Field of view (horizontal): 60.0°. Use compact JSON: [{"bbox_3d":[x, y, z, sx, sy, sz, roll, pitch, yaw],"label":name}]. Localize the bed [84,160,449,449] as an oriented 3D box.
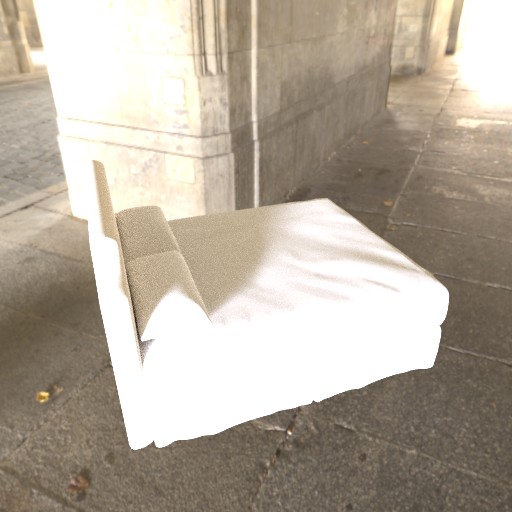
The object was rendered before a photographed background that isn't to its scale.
[{"bbox_3d":[0.000,0.000,3.856,2.548,1.524,2.134,-10,31,-17],"label":"bed"}]
